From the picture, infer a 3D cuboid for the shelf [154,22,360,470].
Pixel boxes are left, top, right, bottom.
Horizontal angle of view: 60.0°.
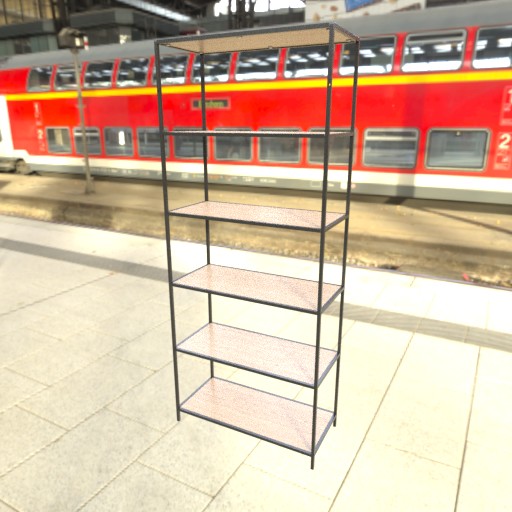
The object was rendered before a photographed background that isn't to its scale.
[{"bbox_3d":[0.000,0.000,2.080,0.770,1.850,0.350,8,19,26],"label":"shelf"}]
